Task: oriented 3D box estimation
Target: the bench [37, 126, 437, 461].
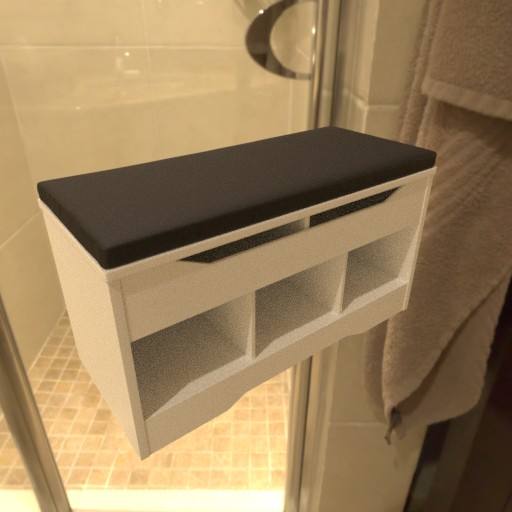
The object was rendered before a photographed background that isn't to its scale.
[{"bbox_3d":[0.000,0.000,1.166,0.899,0.500,0.401,-20,35,-32],"label":"bench"}]
